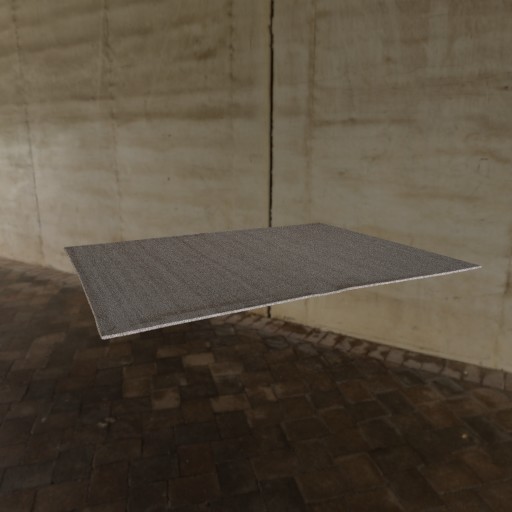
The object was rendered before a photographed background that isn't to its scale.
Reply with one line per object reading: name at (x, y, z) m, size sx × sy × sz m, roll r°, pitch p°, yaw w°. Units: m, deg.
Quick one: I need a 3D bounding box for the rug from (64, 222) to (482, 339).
rug at (0.000, 0.000, 4.960) m, size 3.778 × 0.053 × 2.873 m, roll -7°, pitch 16°, yaw -26°
